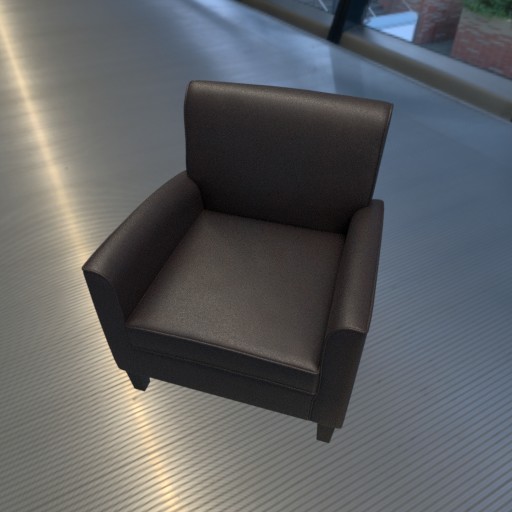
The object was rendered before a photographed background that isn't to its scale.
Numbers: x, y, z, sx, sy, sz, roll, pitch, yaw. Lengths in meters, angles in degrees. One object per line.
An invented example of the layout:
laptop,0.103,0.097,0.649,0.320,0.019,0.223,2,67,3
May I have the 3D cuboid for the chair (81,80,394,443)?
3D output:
chair,0.000,0.000,1.575,0.820,0.916,0.819,11,43,12
